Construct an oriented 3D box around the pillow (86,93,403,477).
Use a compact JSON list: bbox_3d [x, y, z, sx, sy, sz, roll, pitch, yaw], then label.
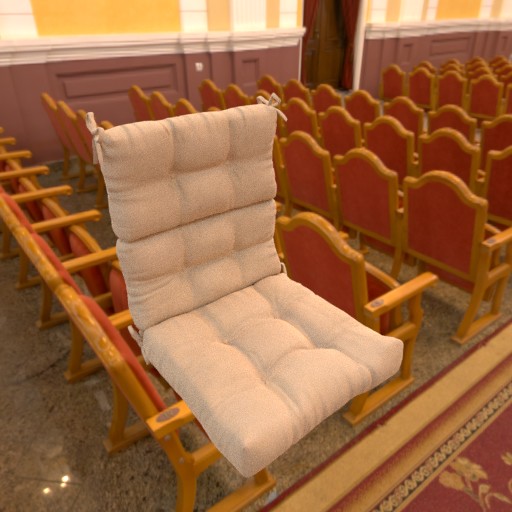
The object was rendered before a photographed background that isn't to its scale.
[{"bbox_3d":[0.000,0.000,1.001,0.519,0.605,0.571,-21,36,-32],"label":"pillow"}]
